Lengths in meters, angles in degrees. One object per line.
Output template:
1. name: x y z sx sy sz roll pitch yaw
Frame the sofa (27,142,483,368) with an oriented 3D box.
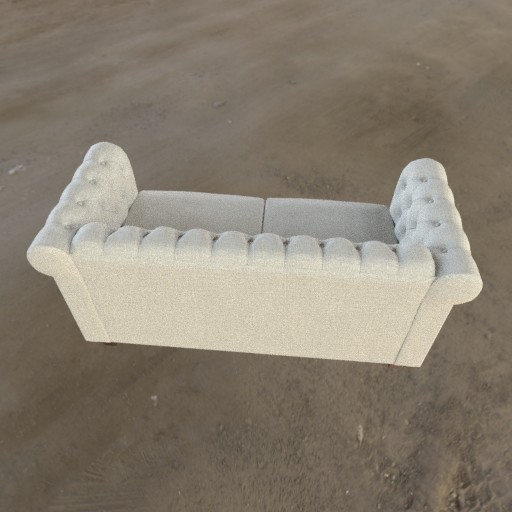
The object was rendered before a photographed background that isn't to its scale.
1. sofa: 0.000 0.000 2.219 1.798 0.797 0.783 4 47 3
